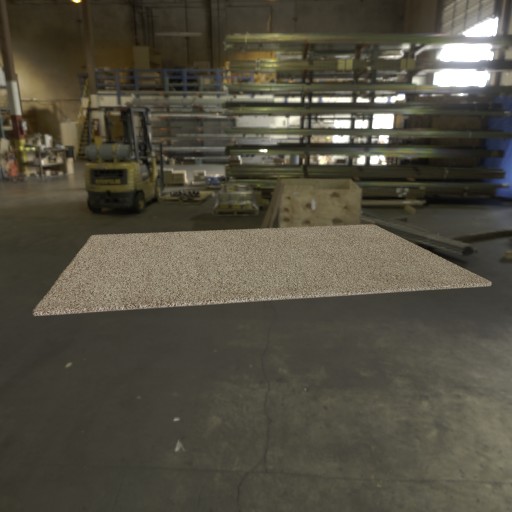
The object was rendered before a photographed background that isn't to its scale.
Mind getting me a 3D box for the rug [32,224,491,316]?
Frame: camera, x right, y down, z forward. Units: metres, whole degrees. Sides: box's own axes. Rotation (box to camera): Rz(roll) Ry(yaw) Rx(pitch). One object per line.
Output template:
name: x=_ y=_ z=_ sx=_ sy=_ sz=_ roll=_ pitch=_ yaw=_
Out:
rug: x=0.000 y=0.000 z=3.424 sx=2.743 sy=0.030 sz=1.778 roll=-3 pitch=16 yaw=-9
